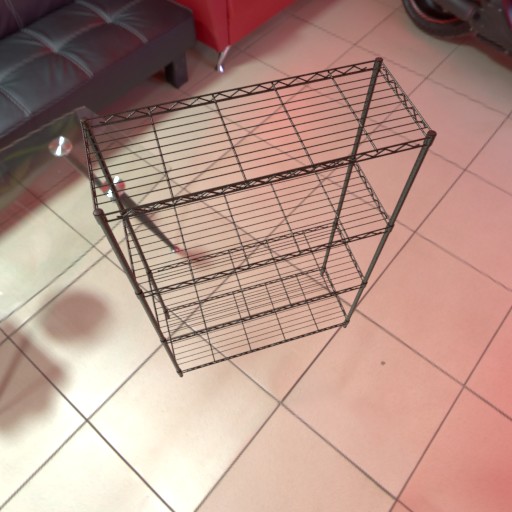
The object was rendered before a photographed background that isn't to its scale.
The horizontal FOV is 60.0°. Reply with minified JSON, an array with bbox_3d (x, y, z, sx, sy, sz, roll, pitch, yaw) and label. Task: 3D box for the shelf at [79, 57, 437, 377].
[{"bbox_3d":[0.000,0.000,1.776,0.907,1.361,0.352,-15,60,-9],"label":"shelf"}]
